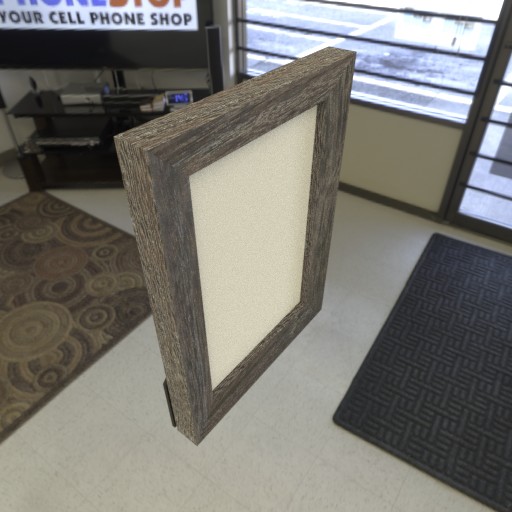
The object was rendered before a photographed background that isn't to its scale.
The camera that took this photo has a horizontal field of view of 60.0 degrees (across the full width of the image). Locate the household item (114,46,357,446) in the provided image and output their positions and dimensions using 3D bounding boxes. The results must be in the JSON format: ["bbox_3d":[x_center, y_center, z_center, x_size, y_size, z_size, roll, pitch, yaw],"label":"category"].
[{"bbox_3d":[0.000,0.000,0.236,0.020,0.180,0.133,26,46,28],"label":"household item"}]
